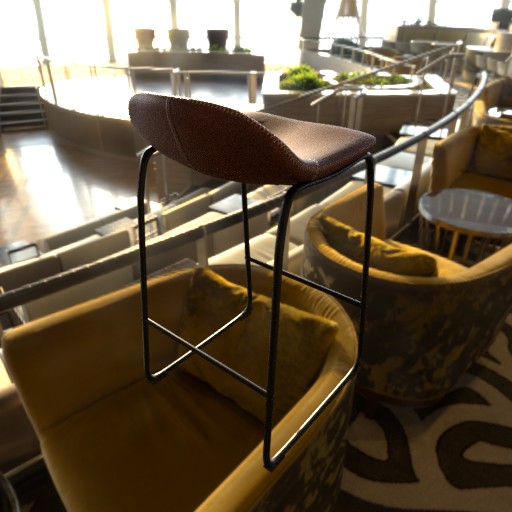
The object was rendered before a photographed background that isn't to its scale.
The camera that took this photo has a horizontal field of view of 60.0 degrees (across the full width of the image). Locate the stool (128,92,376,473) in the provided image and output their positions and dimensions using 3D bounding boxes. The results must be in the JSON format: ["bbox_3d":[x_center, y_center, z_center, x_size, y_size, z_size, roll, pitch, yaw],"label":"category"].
[{"bbox_3d":[0.000,0.000,1.115,0.454,0.830,0.473,22,37,33],"label":"stool"}]
